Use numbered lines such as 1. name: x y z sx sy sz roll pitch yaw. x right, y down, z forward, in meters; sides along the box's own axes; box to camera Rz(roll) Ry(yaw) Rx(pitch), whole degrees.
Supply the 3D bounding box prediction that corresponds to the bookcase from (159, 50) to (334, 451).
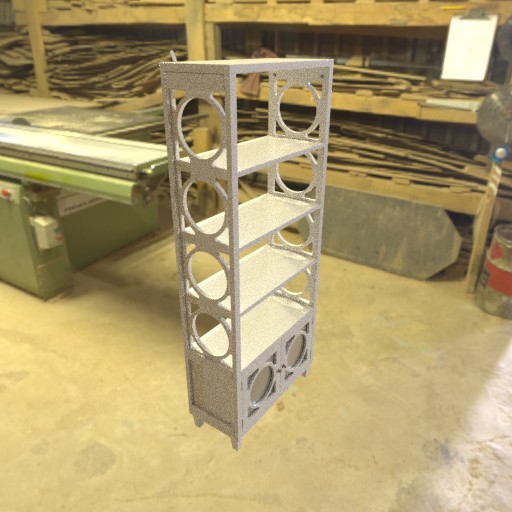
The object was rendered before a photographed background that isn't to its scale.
1. bookcase: 0.000 0.000 2.216 0.361 1.869 0.761 17 30 32
